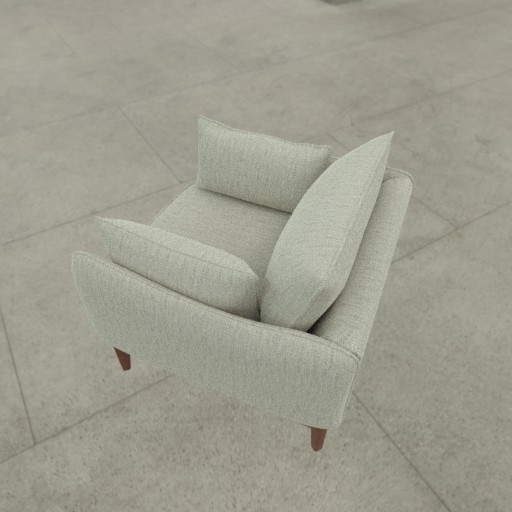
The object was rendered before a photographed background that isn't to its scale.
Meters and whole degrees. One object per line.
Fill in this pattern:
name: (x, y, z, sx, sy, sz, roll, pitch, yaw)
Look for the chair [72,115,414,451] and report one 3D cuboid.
chair: (0.000, 0.000, 1.742, 0.991, 0.855, 0.994, 17, 48, 16)
